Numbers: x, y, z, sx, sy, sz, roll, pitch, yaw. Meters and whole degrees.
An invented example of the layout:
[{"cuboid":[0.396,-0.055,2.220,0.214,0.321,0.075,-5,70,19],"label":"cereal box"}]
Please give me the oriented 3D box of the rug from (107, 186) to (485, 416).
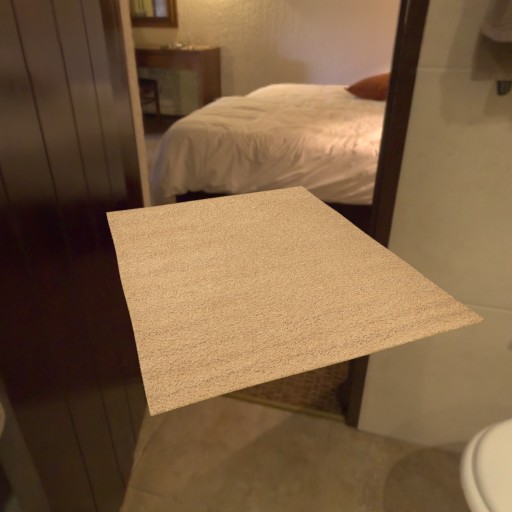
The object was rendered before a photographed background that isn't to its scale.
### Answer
[{"cuboid":[0.000,0.000,4.062,2.400,0.026,3.000,-10,31,-18],"label":"rug"}]
